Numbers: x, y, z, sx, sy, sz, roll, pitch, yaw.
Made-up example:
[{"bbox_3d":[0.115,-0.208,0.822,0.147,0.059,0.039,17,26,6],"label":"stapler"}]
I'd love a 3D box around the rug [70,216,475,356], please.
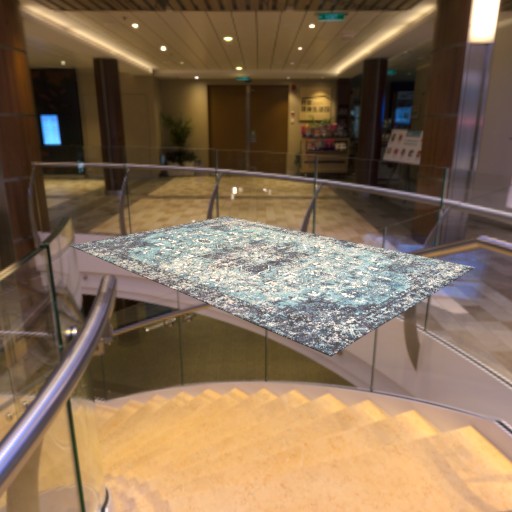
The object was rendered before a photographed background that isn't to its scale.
[{"bbox_3d":[0.000,0.000,2.376,1.828,0.005,1.219,16,23,42],"label":"rug"}]
